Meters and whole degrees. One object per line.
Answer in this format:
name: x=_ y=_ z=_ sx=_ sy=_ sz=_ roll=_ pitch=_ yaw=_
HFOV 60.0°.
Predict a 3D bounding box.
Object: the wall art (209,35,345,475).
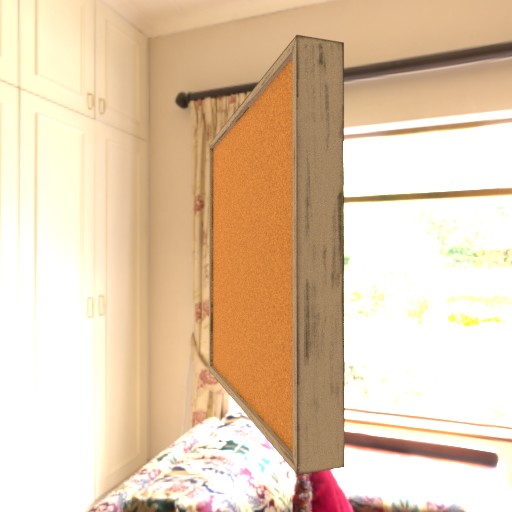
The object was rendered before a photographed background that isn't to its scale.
wall art: x=0.000 y=0.000 z=0.455 sx=0.036 sy=0.303 sz=0.303 roll=0 pitch=-1 yaw=-17
